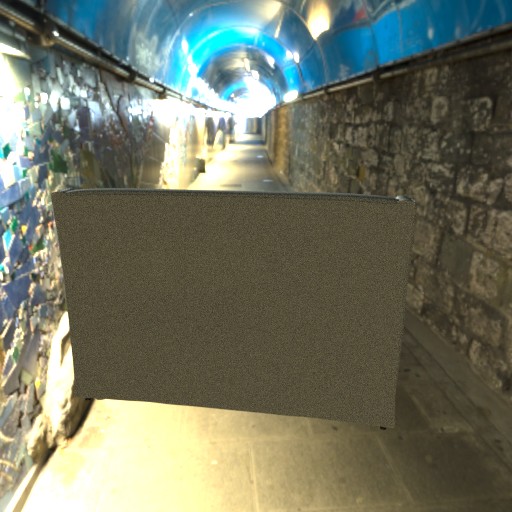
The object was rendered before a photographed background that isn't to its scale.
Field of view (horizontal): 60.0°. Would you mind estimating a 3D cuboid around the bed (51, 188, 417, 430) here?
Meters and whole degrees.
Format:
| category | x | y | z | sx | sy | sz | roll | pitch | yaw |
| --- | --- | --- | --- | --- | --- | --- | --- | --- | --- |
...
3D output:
| category | x | y | z | sx | sy | sz | roll | pitch | yaw |
| --- | --- | --- | --- | --- | --- | --- | --- | --- | --- |
| bed | 0.000 | 0.000 | 3.486 | 1.925 | 1.332 | 2.276 | 3 | 17 | 9 |
